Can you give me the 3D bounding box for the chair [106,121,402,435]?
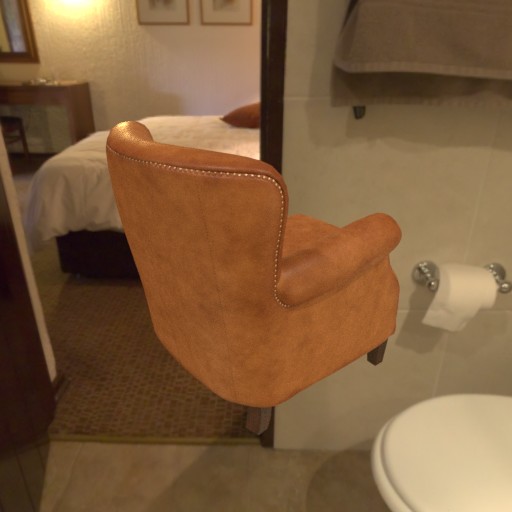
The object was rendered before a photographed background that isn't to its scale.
[{"bbox_3d":[0.000,0.000,1.630,0.921,0.936,0.861,-17,30,-32],"label":"chair"}]
